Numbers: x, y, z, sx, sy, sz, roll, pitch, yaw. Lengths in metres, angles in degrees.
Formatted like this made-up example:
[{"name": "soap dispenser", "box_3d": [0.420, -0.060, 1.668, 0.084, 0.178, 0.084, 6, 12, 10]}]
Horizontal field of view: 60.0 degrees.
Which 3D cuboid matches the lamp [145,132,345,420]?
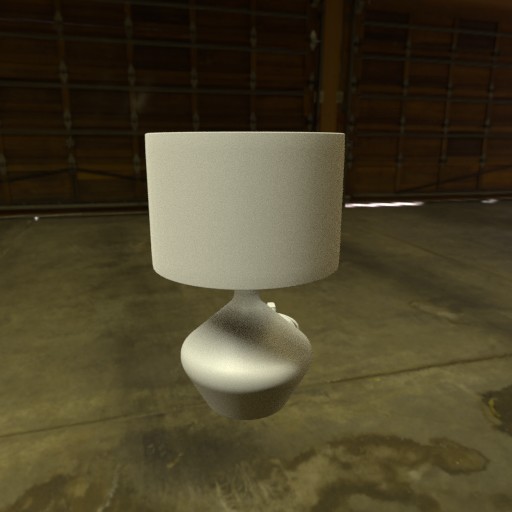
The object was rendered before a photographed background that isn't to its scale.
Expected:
[{"name": "lamp", "box_3d": [0.000, 0.000, 0.870, 0.401, 0.457, 0.546, 8, 16, 28]}]
